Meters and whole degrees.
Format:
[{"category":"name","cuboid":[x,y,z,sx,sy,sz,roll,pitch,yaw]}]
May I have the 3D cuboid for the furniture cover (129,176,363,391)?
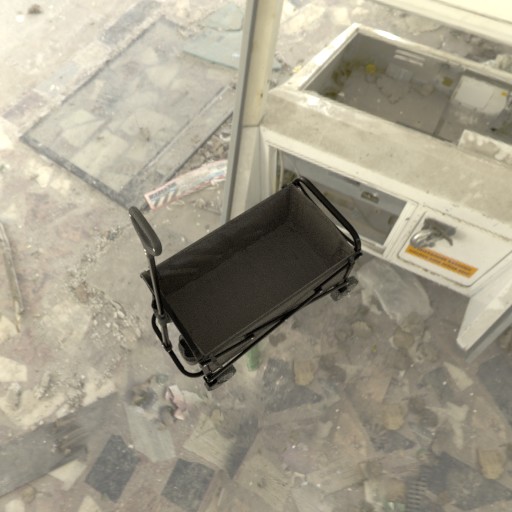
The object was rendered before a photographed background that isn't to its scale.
[{"category":"furniture cover","cuboid":[0.000,0.000,1.858,1.038,1.295,0.532,-33,68,-15]}]
